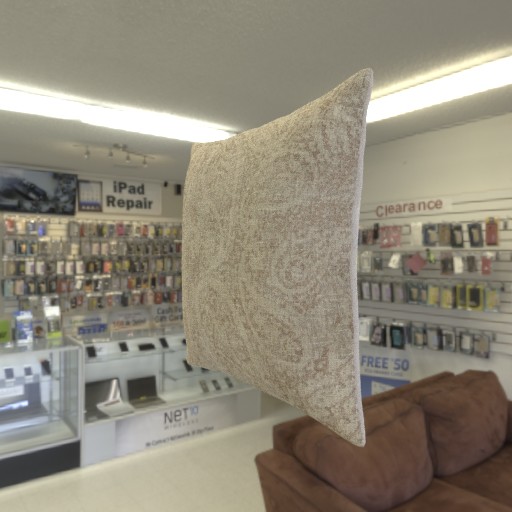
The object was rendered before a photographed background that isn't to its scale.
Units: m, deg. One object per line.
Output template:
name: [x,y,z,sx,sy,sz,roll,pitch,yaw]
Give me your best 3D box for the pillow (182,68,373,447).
pillow: [0.000,0.000,0.806,0.166,0.510,0.523,0,1,-35]
